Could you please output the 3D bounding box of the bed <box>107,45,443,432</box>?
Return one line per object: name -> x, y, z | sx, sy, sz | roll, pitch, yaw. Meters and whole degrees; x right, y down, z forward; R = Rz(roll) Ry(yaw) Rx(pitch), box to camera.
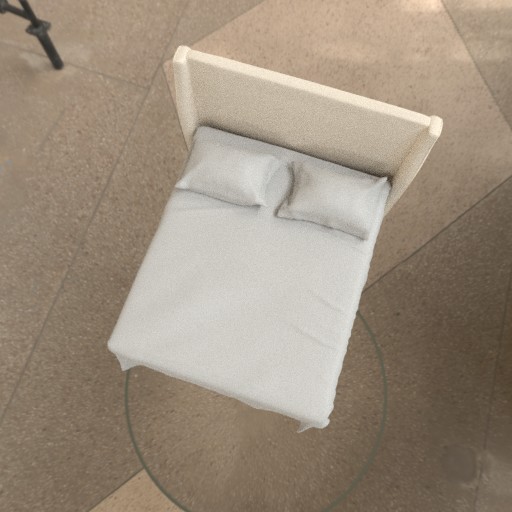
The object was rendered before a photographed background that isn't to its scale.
bed -> 0.000, 0.000, 3.365 | 1.925, 1.332, 2.276 | 18, 75, 5
